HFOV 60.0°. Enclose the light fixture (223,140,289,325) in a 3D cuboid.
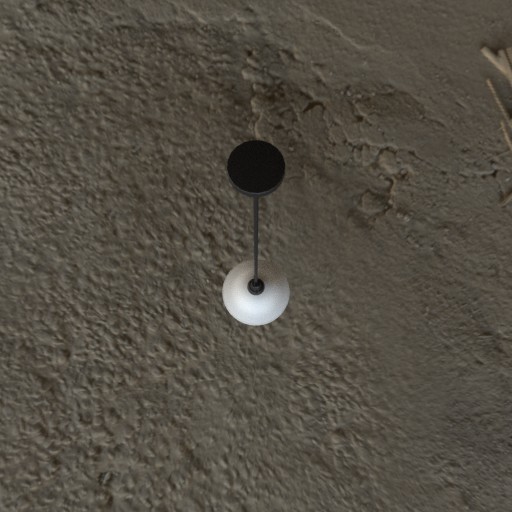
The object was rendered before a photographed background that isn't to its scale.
[{"bbox_3d":[0.000,0.000,1.498,0.324,1.337,0.324,-5,75,-1],"label":"light fixture"}]
